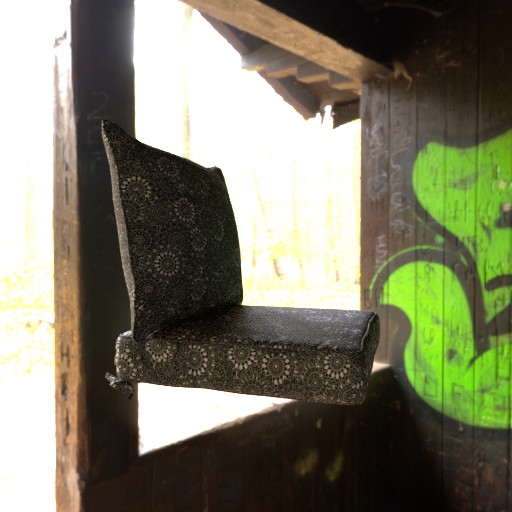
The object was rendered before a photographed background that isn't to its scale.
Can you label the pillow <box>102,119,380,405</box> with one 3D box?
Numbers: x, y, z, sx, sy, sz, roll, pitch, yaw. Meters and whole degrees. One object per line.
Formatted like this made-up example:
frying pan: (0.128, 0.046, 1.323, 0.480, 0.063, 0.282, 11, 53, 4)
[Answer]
pillow: (0.000, 0.000, 1.413, 0.740, 0.722, 0.798, 0, 1, 18)
